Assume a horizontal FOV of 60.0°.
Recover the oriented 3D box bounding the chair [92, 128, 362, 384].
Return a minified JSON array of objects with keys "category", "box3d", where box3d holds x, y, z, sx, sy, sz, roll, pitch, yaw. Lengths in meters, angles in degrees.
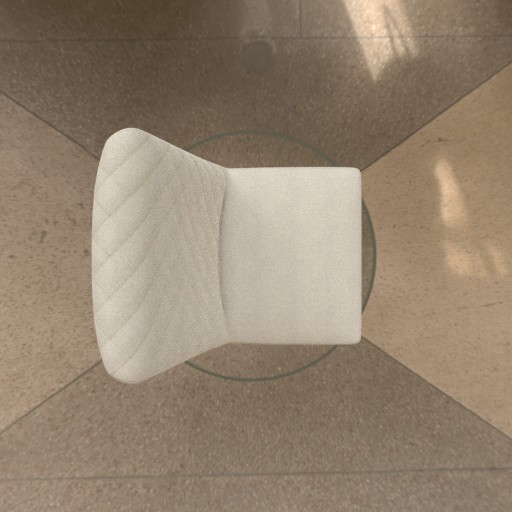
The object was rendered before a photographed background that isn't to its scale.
[{"category":"chair","box3d":[0.000,0.000,1.244,0.597,0.933,0.503,0,90,-1]}]
